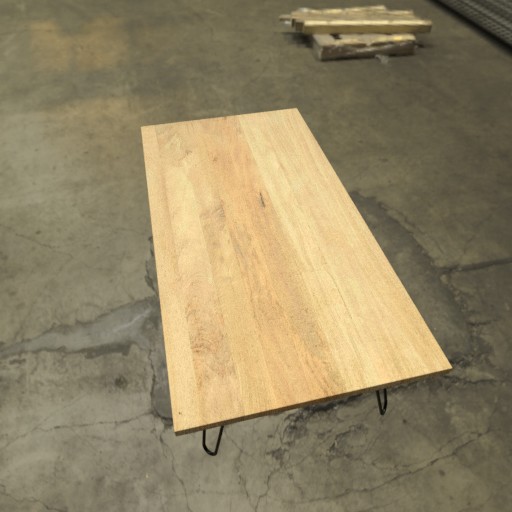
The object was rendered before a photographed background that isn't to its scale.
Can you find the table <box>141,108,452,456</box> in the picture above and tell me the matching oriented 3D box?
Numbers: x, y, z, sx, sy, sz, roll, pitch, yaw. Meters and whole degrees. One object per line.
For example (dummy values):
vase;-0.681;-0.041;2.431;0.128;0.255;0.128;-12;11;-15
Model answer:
table;0.000;0.000;1.654;0.699;0.400;1.348;-10;47;-9
